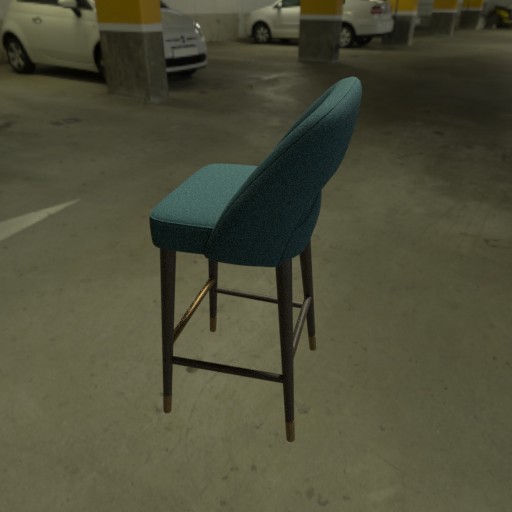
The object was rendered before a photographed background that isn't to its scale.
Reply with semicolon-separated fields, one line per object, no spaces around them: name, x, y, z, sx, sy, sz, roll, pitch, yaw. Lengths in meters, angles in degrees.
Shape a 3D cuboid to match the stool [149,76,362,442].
stool;0.000;0.000;1.359;0.522;1.032;0.536;8;31;13
